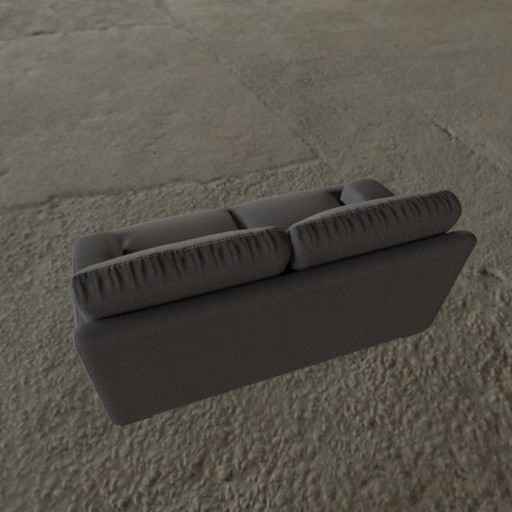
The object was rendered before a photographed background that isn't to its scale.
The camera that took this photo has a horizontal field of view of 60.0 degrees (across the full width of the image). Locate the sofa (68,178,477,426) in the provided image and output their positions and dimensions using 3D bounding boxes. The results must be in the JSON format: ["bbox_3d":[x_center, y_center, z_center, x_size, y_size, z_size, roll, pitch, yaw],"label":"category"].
[{"bbox_3d":[0.000,0.000,2.422,1.880,0.940,1.143,-13,43,-15],"label":"sofa"}]
